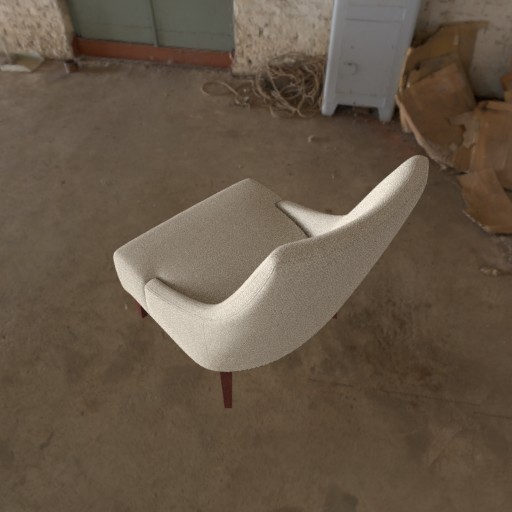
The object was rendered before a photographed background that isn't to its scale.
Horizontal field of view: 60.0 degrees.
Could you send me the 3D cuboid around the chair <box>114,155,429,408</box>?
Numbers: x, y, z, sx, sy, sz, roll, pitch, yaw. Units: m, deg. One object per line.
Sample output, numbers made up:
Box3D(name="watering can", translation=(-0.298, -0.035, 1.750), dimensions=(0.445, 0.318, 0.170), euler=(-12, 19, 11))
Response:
Box3D(name="chair", translation=(0.000, 0.000, 1.512), dimensions=(0.701, 0.909, 0.861), euler=(-34, 55, -28))
